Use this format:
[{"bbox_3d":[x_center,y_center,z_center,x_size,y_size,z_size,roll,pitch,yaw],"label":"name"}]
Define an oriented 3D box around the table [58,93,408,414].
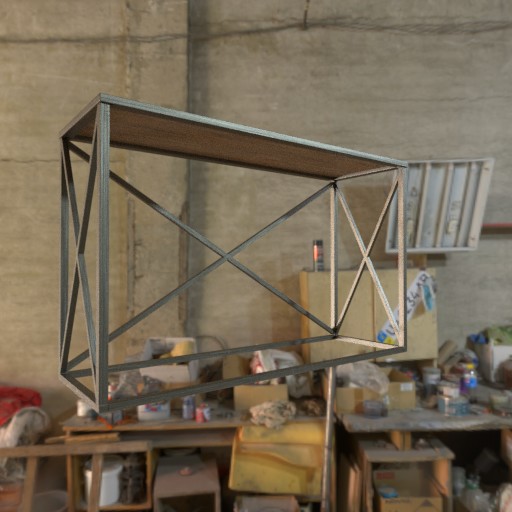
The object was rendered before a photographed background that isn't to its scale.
[{"bbox_3d":[0.000,0.000,1.559,1.216,0.753,0.402,1,-1,-37],"label":"table"}]
